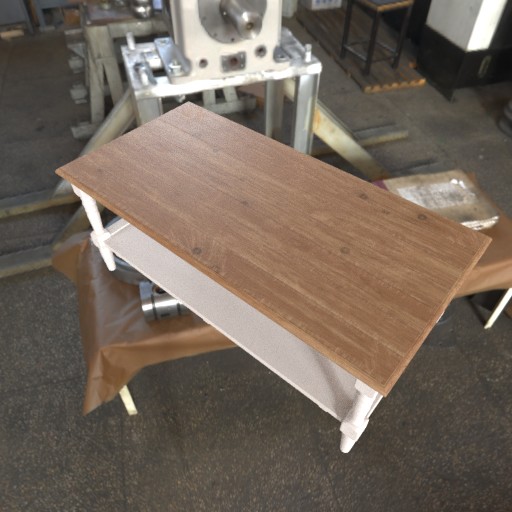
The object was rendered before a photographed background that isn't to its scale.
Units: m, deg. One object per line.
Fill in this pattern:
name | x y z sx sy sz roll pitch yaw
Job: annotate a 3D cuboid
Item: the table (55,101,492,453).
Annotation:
table | 0.000 0.000 1.396 1.118 0.458 0.559 31 54 26
